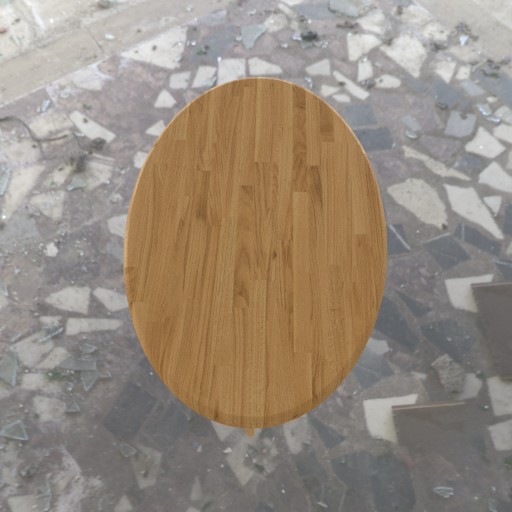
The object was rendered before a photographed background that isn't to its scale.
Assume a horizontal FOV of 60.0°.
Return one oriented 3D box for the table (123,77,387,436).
[{"bbox_3d":[0.000,0.000,1.388,0.690,0.490,1.040,2,65,1],"label":"table"}]
